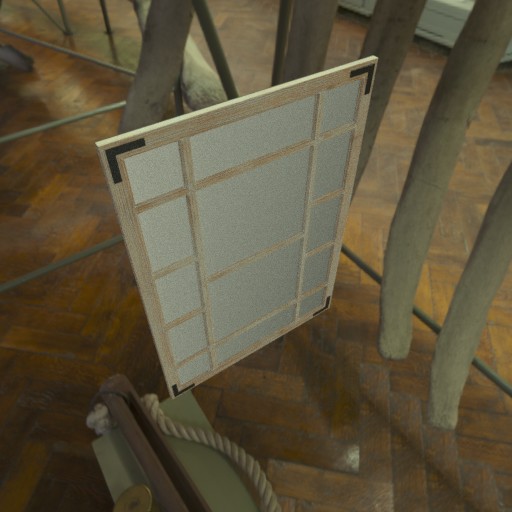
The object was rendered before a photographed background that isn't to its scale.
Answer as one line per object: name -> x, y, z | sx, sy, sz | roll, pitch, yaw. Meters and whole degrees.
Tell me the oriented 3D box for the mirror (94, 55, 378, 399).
mirror -> 0.000, 0.000, 1.304 | 0.705, 0.996, 0.025 | -26, 51, -23
